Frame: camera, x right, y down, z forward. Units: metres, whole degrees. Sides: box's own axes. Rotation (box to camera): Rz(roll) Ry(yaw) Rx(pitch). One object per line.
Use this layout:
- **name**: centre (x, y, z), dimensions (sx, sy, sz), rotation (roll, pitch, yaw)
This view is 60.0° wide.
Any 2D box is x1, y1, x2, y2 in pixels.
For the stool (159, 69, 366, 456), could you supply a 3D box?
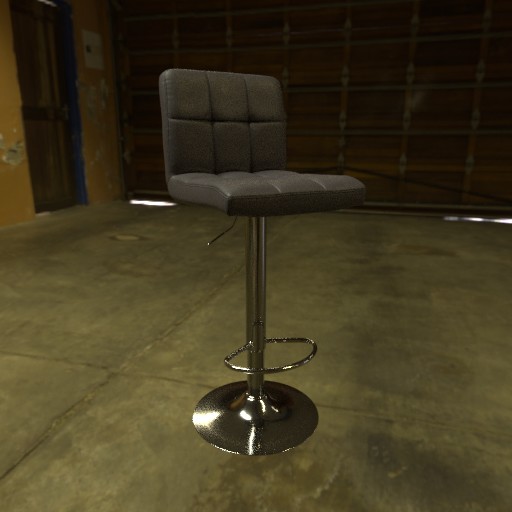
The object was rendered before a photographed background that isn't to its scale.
- **stool**: centre (0.000, 0.000, 1.370), dimensions (0.430, 1.115, 0.505), rotation (-8, 16, -27)
